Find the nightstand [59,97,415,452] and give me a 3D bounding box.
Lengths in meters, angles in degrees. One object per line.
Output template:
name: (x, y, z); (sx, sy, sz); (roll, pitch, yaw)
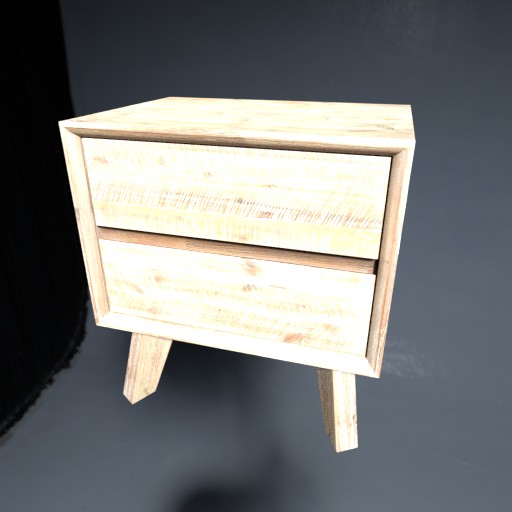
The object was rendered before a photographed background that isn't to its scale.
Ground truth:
nightstand: (0.000, 0.000, 0.947); (0.552, 0.589, 0.396); (7, 26, 15)
